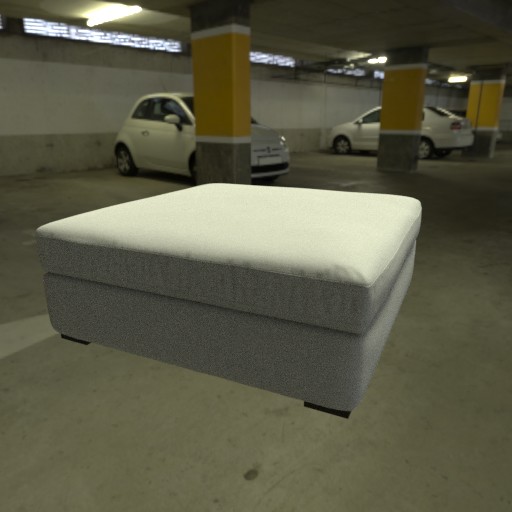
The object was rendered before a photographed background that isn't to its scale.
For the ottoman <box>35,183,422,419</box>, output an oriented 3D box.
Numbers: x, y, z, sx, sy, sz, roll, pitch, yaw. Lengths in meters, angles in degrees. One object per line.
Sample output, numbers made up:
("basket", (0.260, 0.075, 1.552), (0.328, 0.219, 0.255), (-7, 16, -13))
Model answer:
("ottoman", (0.000, 0.000, 1.797), (1.163, 0.482, 1.167), (8, 19, 24))
